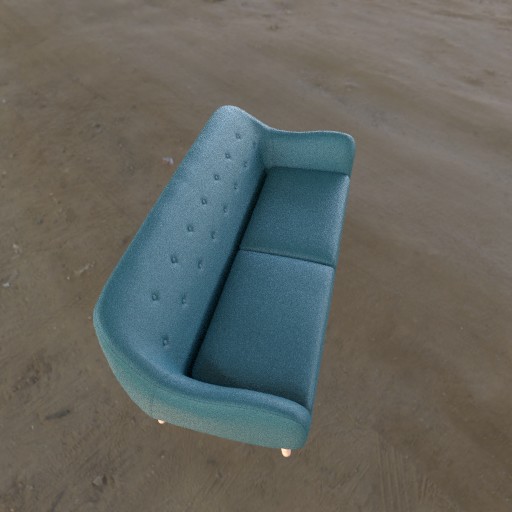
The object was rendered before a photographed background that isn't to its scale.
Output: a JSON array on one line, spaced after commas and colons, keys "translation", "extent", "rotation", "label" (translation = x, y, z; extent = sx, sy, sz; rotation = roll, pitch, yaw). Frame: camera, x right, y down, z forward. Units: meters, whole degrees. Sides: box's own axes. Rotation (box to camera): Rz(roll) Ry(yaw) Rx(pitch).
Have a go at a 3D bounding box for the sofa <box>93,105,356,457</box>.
[{"translation": [0.000, 0.000, 2.240], "extent": [0.820, 0.836, 1.840], "rotation": [10, 47, 10], "label": "sofa"}]
